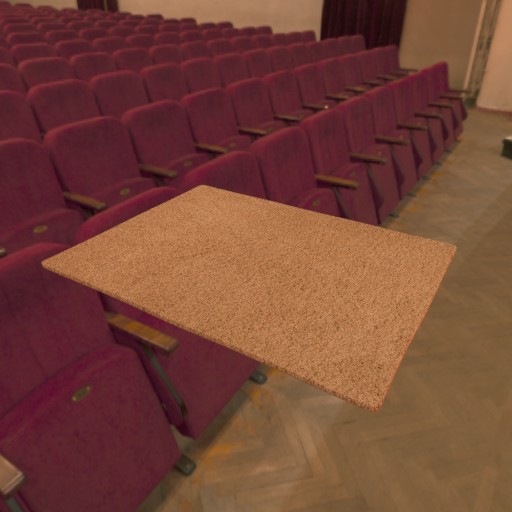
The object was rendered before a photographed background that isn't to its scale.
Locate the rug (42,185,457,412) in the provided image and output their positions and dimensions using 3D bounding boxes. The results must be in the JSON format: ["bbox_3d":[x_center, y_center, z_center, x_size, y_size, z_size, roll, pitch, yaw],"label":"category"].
[{"bbox_3d":[0.000,0.000,2.116,1.600,0.025,1.199,17,34,28],"label":"rug"}]
